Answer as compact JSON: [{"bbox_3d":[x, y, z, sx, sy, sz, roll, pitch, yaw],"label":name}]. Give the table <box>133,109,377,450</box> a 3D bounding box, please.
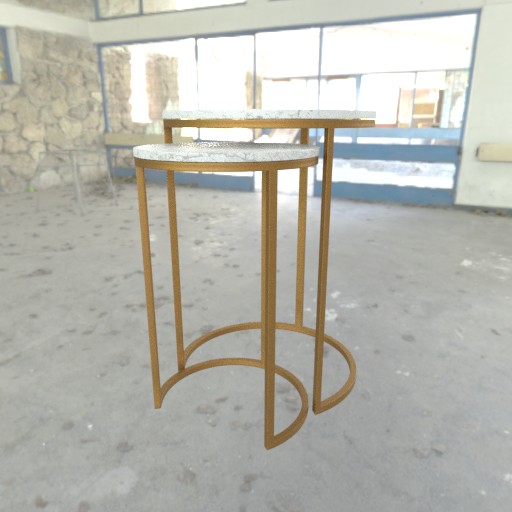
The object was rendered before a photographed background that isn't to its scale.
[{"bbox_3d":[0.000,0.000,0.884,0.400,0.550,0.507,9,19,26],"label":"table"}]
